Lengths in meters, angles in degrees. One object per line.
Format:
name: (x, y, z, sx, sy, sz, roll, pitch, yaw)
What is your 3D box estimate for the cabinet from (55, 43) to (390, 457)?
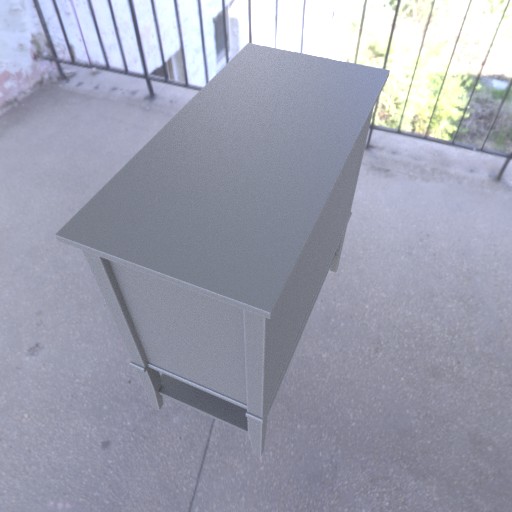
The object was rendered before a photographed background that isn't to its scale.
cabinet: (0.000, 0.000, 1.234, 0.396, 0.780, 0.801, 18, 52, 15)
